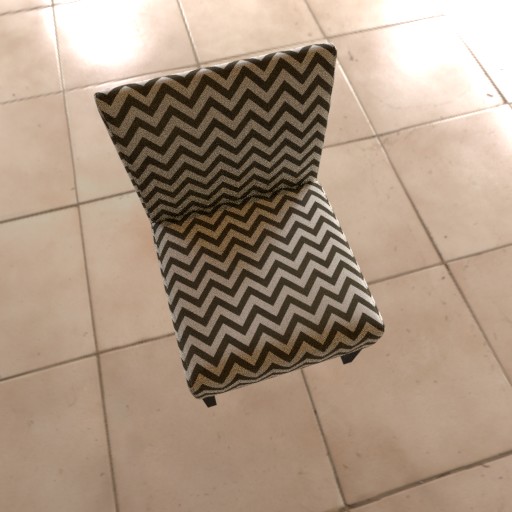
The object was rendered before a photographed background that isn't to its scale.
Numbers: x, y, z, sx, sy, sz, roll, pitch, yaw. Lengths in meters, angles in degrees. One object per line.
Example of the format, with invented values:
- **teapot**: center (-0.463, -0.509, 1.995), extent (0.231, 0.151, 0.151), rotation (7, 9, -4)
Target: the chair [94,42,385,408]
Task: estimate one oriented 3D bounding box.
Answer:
- **chair**: center (0.000, 0.000, 1.282), extent (0.589, 0.838, 0.648), rotation (-15, 64, -8)
